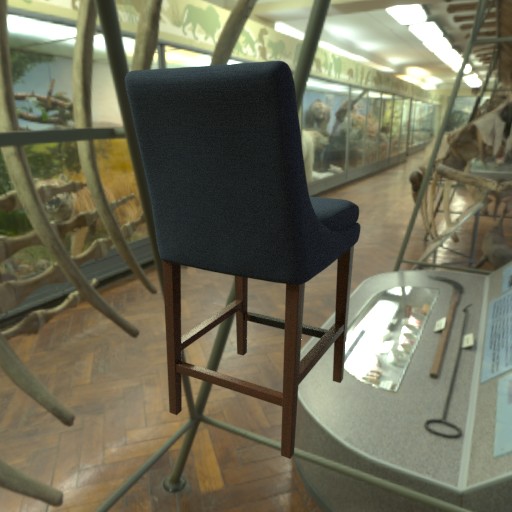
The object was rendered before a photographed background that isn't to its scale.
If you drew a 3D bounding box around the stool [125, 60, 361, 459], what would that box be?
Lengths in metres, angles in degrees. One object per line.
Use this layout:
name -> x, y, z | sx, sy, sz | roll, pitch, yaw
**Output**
stool -> 0.000, 0.000, 1.296 | 0.470, 0.981, 0.577 | 9, 19, 27
